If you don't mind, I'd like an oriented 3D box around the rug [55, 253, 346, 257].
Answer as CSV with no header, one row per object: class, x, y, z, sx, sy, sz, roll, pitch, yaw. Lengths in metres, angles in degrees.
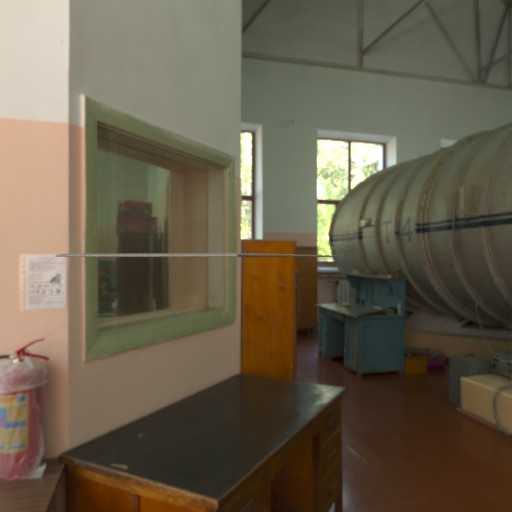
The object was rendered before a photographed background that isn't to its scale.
rug,0.000,0.000,2.410,0.662,0.011,2.196,0,0,19
